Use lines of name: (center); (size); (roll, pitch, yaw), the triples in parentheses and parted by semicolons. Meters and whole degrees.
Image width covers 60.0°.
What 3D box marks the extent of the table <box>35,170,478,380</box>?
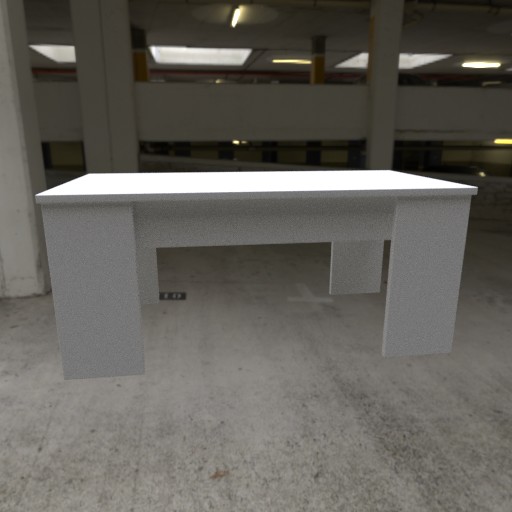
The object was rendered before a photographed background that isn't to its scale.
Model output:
table: (0.000, 0.000, 1.288); (1.000, 0.440, 0.500); (-2, 16, -7)
